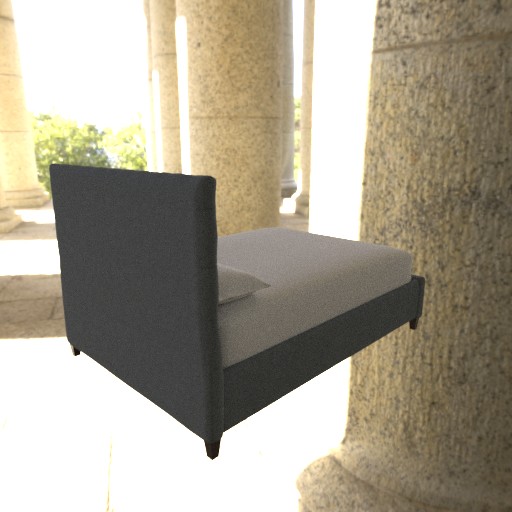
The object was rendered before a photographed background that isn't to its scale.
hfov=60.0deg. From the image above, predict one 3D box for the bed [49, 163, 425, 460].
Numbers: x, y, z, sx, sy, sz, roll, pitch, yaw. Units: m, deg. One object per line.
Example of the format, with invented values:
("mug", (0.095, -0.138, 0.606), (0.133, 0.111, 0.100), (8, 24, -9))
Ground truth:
("bed", (0.000, 0.000, 3.390), (1.698, 1.411, 2.335), (14, 20, 43))
